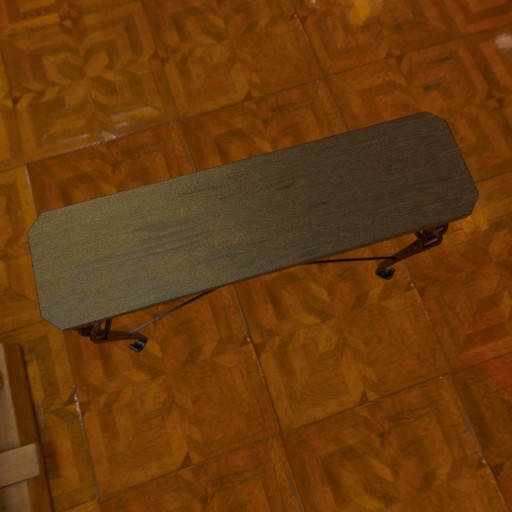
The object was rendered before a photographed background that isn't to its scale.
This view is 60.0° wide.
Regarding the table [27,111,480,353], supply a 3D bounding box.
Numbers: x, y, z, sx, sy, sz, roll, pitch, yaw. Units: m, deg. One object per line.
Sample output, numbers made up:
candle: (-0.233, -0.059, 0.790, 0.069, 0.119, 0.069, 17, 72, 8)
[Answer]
table: (0.000, 0.000, 1.452, 1.112, 0.800, 0.329, -16, 76, -4)
